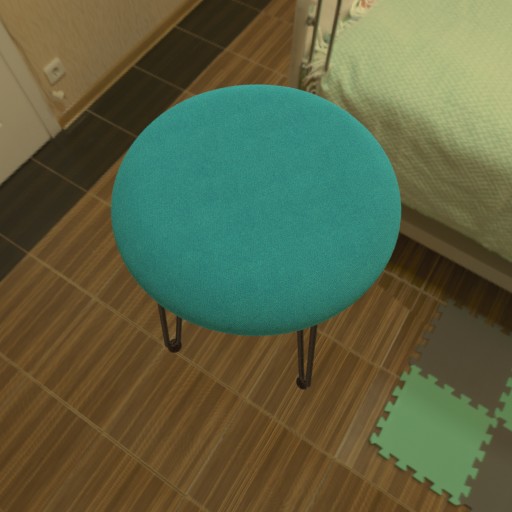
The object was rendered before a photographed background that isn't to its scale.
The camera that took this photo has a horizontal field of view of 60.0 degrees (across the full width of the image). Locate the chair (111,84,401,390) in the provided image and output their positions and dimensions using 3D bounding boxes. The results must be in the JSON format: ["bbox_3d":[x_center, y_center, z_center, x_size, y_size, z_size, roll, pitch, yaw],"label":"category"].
[{"bbox_3d":[0.000,0.000,0.696,0.350,0.430,0.350,3,64,2],"label":"chair"}]
